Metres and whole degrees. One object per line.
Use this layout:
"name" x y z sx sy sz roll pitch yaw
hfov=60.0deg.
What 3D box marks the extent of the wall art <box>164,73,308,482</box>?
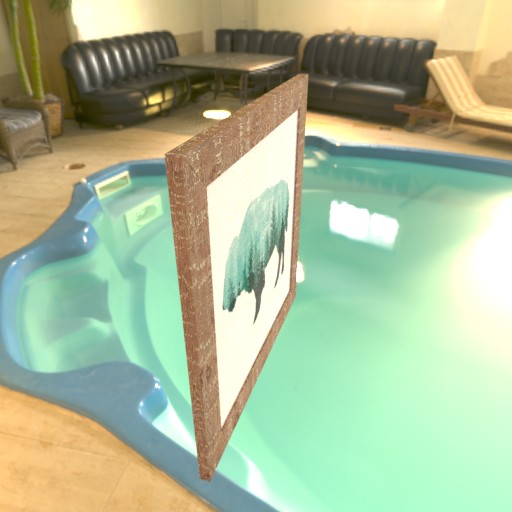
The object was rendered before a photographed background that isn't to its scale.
"wall art" 0.000 0.000 0.564 0.022 0.380 0.380 10 32 16
